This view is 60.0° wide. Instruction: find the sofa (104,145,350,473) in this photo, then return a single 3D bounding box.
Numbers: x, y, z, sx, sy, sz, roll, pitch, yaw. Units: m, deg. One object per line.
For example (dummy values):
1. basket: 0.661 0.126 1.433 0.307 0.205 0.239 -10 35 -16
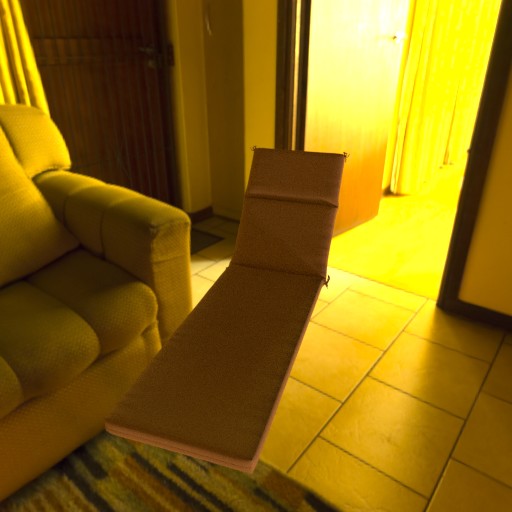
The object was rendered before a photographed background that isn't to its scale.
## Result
1. sofa: 0.000 0.000 1.961 0.582 0.622 1.663 8 28 16
